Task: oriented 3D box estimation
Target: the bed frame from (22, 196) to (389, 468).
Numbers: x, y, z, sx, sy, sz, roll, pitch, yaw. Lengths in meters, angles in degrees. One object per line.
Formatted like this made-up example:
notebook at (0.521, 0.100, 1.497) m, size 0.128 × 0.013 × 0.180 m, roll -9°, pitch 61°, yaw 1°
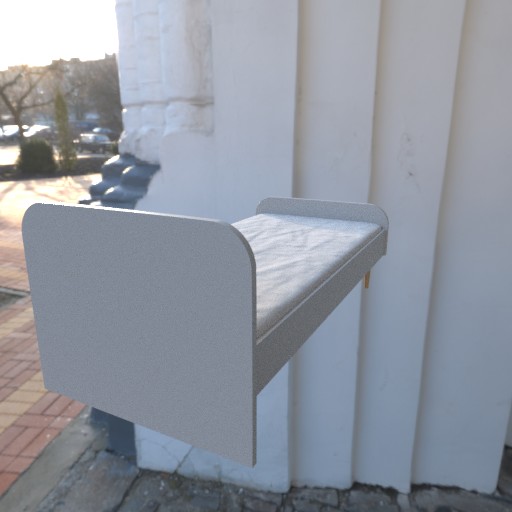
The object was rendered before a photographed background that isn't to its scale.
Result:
bed frame at (0.000, 0.000, 2.383) m, size 0.998 × 0.805 × 1.963 m, roll 8°, pitch 18°, yaw 26°
